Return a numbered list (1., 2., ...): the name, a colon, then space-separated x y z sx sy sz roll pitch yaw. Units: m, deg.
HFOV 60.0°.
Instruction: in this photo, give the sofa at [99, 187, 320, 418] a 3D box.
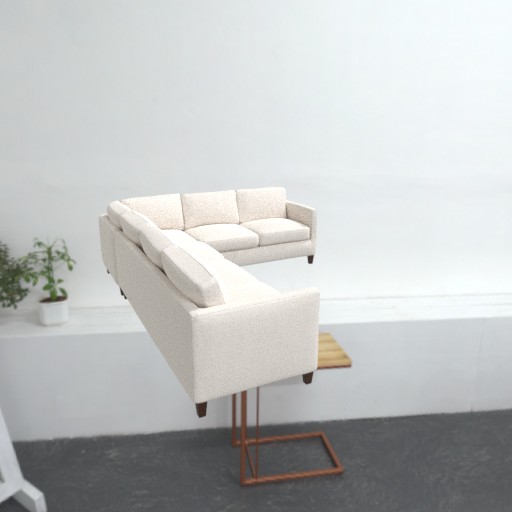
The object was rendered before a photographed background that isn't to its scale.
1. sofa: 0.000 0.000 4.544 2.593 0.947 3.302 -9 19 -26
